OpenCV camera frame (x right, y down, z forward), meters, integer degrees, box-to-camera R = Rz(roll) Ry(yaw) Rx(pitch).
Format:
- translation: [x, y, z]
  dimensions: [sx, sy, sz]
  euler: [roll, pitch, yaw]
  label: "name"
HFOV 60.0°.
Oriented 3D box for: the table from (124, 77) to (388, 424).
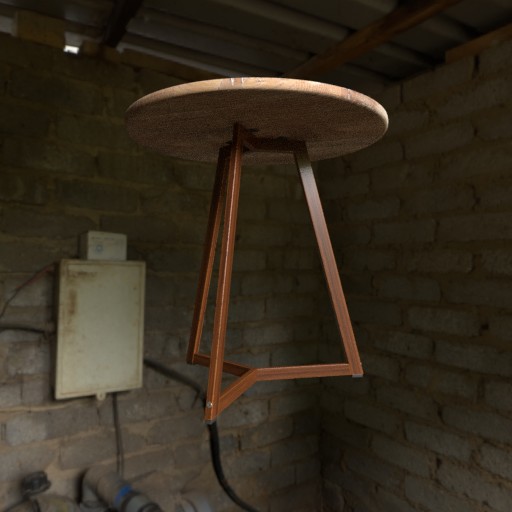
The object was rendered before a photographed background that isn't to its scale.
- translation: [0.000, 0.000, 0.872]
  dimensions: [0.500, 0.500, 0.500]
  euler: [0, -1, 0]
  label: "table"
